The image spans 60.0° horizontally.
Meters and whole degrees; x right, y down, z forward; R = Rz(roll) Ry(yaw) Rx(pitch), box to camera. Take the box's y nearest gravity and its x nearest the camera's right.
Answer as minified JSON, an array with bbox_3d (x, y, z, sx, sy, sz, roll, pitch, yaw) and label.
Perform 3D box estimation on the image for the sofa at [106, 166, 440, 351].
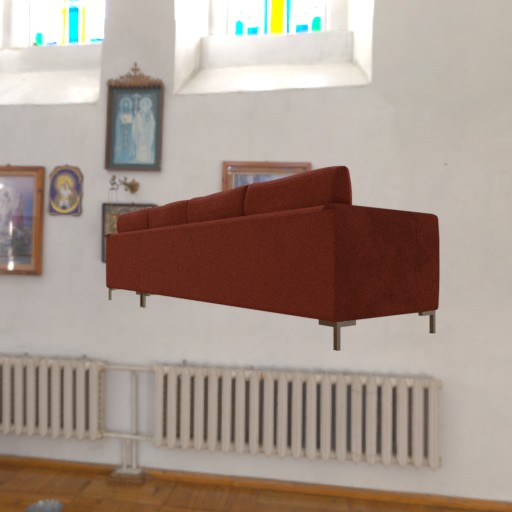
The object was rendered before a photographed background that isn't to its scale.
[{"bbox_3d":[0.000,0.000,3.372,1.350,0.810,2.932,0,-1,-37],"label":"sofa"}]
